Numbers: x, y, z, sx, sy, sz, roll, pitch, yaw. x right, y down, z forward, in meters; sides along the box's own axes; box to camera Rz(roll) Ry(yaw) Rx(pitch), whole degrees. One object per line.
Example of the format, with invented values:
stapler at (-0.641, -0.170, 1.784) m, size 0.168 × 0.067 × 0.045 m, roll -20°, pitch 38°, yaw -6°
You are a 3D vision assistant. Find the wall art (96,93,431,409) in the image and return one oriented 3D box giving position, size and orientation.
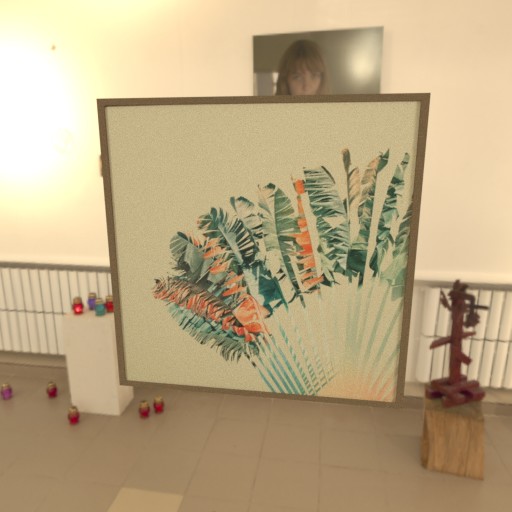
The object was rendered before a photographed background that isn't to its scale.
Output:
wall art at (0.000, 0.000, 0.747) m, size 0.508 × 0.506 × 0.038 m, roll 2°, pitch 14°, yaw 9°
